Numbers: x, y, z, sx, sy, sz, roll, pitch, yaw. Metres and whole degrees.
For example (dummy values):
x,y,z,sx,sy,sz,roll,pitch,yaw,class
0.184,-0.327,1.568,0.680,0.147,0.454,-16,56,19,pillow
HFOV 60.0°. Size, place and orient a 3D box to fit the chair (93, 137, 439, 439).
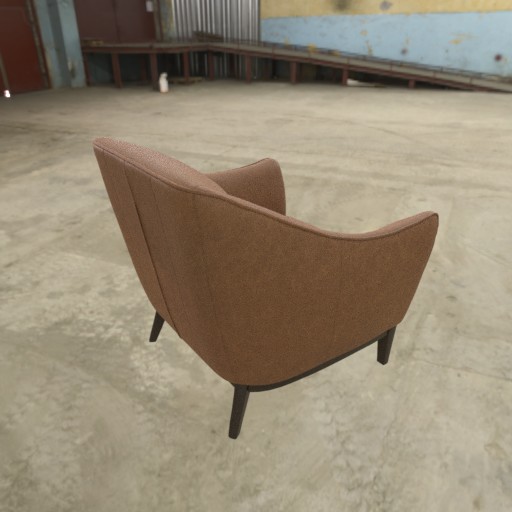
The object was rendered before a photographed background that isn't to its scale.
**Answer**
x,y,z,sx,sy,sz,roll,pitch,yaw,class
0.000,0.000,1.553,0.852,0.830,0.871,-18,32,-32,chair
